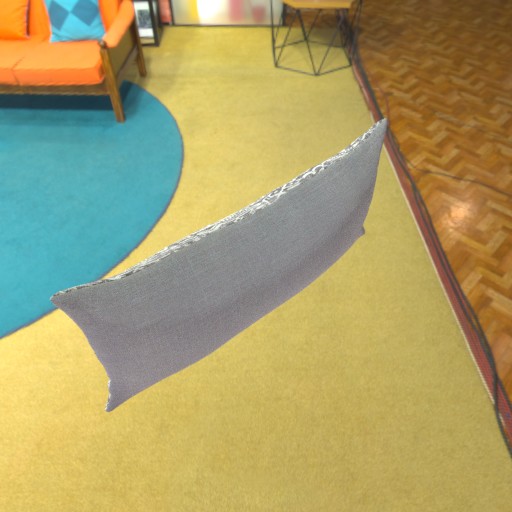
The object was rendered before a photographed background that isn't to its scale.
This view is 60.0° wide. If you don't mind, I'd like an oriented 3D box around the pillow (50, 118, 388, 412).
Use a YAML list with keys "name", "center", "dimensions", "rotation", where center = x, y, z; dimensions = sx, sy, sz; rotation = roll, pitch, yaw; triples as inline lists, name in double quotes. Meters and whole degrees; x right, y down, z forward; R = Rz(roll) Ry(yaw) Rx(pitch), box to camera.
- name: "pillow"
  center: [0.000, 0.000, 0.743]
  dimensions: [0.631, 0.290, 0.148]
  rotation: [-32, 55, -26]
